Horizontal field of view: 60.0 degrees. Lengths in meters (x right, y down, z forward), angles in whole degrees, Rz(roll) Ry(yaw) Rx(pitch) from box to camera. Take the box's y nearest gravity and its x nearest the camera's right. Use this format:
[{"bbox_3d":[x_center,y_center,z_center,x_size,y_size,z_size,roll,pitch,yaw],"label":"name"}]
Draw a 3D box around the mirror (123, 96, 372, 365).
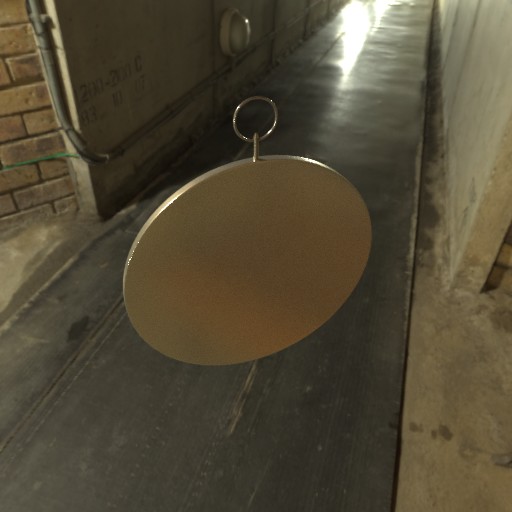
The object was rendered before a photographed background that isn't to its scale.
[{"bbox_3d":[0.000,0.000,0.993,0.594,0.713,0.020,-13,41,-15],"label":"mirror"}]
